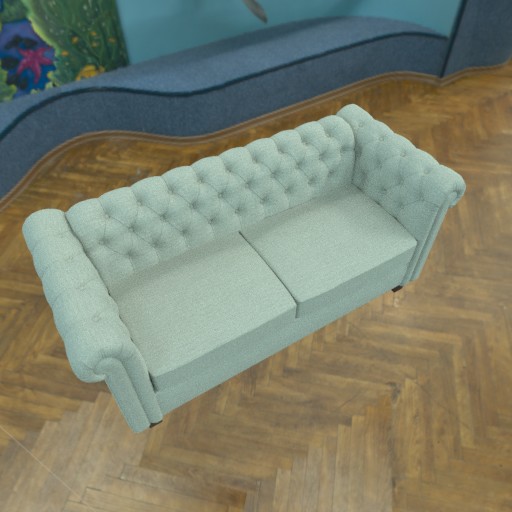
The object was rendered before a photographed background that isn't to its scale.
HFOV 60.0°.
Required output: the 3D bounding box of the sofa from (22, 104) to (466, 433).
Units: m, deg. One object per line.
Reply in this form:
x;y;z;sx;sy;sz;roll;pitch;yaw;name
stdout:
0.000;0.000;2.151;1.798;0.797;0.783;-24;52;-20;sofa
